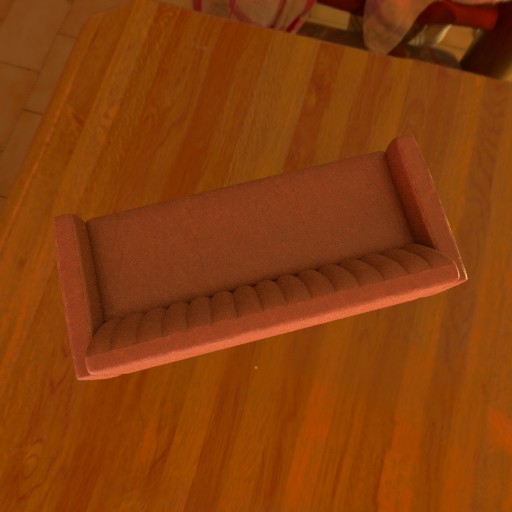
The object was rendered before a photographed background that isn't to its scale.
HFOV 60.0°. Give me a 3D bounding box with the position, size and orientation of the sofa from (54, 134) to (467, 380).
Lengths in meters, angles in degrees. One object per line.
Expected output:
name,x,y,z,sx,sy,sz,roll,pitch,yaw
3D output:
sofa,0.000,0.000,2.776,2.291,0.821,0.990,-14,76,-3
